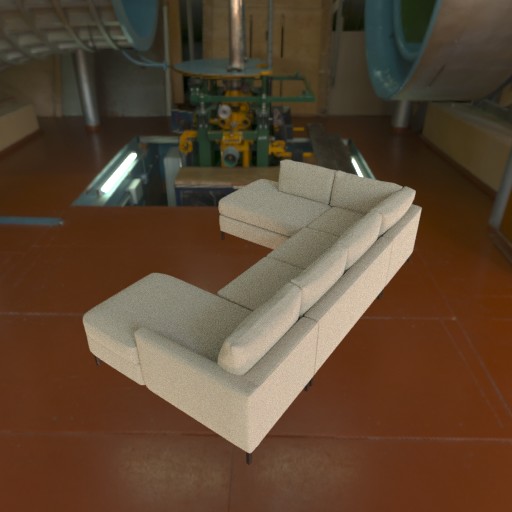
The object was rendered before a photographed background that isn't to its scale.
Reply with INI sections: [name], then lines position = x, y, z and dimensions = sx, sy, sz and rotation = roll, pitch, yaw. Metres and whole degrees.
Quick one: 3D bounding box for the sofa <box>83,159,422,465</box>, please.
[sofa]
position = 0.000, 0.000, 3.931
dimensions = 1.989, 0.862, 2.984
rotation = 20, 36, 30
